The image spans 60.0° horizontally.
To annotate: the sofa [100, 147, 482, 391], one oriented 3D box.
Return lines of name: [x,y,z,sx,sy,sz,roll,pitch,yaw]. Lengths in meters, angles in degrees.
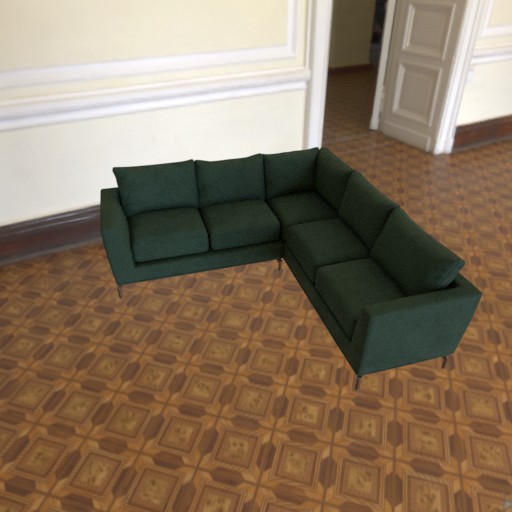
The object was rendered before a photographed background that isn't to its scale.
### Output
sofa: [0.000,0.000,3.784,2.468,1.004,2.452,-9,34,-14]
